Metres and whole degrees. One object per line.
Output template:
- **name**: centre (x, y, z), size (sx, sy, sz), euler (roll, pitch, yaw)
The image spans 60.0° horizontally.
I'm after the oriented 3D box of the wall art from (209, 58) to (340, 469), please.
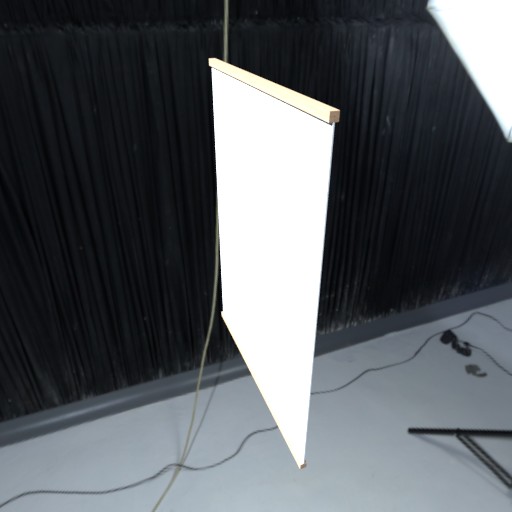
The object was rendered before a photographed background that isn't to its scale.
- **wall art**: centre (0.000, 0.000, 0.803), size (0.012, 0.608, 0.459), euler (-11, 33, -18)
